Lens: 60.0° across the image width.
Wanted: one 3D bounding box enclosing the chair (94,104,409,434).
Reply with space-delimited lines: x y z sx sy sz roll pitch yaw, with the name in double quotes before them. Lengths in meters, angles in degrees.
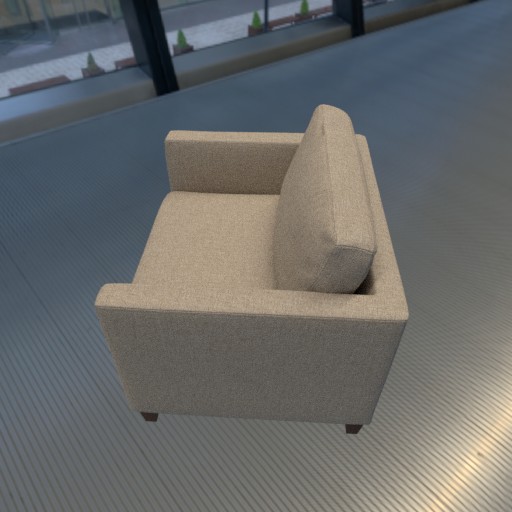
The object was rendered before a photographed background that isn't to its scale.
"chair" 0.000 0.000 1.840 0.959 0.961 1.107 2 43 3
